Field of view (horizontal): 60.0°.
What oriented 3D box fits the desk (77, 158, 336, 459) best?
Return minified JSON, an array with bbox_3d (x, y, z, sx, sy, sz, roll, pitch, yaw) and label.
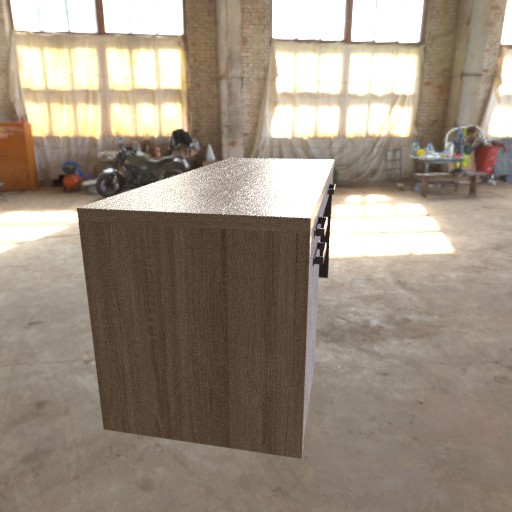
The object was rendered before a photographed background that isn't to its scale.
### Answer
[{"bbox_3d":[0.000,0.000,2.100,0.690,0.760,1.700,3,18,11],"label":"desk"}]
